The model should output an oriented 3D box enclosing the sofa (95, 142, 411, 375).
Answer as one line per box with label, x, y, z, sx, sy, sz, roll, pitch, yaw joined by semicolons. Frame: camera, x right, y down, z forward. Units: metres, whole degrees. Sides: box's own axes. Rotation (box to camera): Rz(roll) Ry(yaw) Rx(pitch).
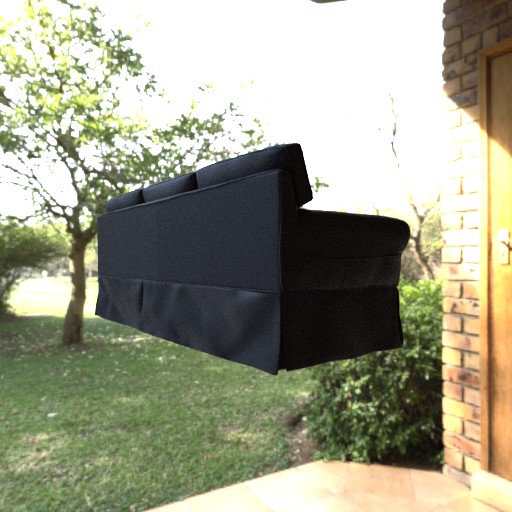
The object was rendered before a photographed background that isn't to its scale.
sofa;0.000;0.000;3.301;1.637;1.039;2.518;0;-1;-37
